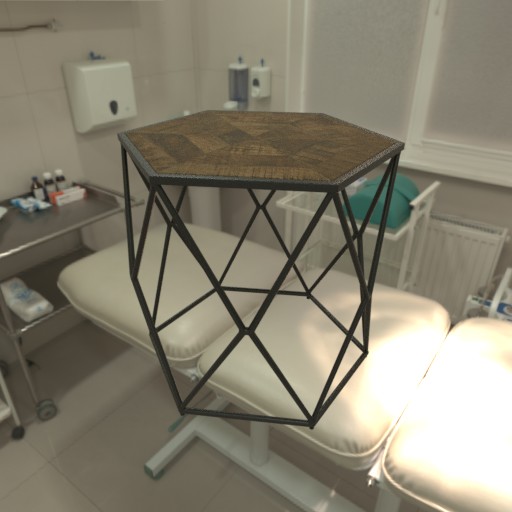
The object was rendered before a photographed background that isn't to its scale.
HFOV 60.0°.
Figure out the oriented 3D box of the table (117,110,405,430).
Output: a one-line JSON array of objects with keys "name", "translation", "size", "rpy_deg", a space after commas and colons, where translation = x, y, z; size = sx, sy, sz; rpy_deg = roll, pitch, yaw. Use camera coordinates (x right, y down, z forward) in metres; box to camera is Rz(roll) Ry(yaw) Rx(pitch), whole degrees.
[{"name": "table", "translation": [0.000, 0.000, 1.053], "size": [0.579, 0.564, 0.578], "rpy_deg": [20, 35, 31]}]
